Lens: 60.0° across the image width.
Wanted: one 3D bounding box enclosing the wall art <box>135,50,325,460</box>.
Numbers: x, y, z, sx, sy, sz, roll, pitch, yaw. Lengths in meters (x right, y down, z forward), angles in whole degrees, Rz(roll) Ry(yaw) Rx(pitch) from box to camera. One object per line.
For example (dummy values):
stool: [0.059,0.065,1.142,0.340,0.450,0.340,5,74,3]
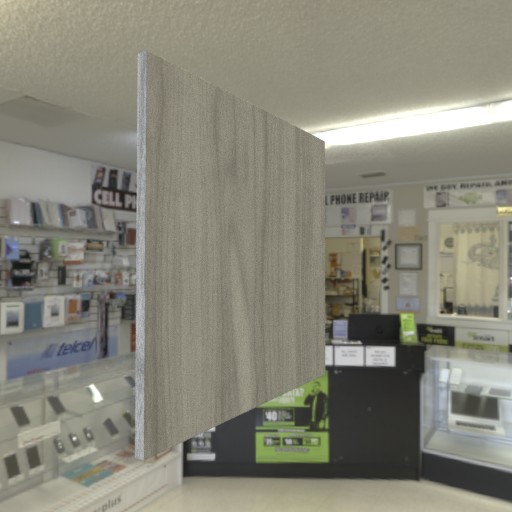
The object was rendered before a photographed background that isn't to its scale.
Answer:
wall art: [0.000,0.000,0.759,0.016,0.507,0.508,-1,-1,34]
